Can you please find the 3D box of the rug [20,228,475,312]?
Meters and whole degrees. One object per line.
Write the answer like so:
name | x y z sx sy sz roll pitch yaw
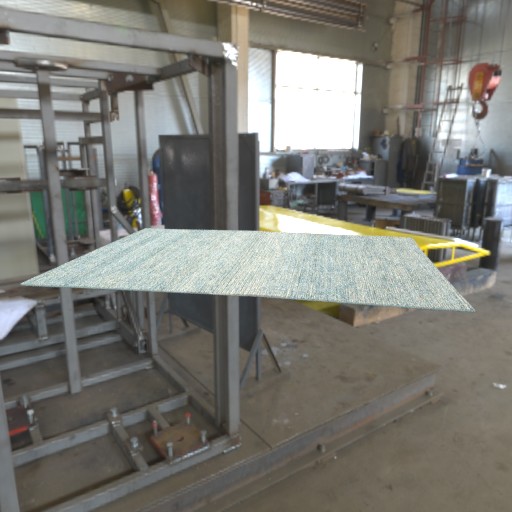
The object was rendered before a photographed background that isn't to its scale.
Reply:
rug | 0.000 0.000 2.921 2.260 0.026 1.611 2 14 10
